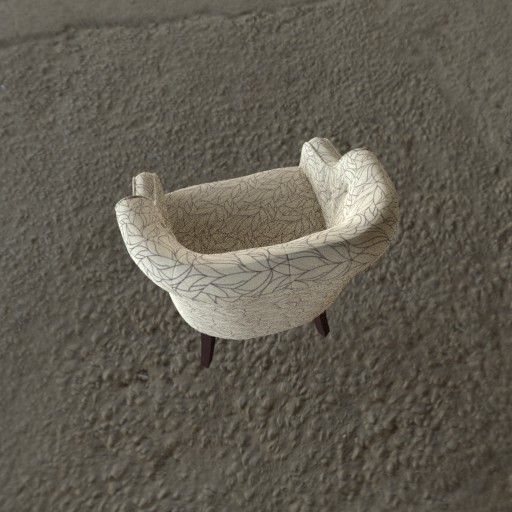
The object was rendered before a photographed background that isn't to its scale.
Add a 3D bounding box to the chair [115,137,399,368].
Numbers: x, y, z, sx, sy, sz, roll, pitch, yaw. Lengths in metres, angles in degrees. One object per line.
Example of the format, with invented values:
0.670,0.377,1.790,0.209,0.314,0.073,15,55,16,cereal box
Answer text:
0.000,0.000,1.347,0.686,0.858,0.613,-13,61,-8,chair
